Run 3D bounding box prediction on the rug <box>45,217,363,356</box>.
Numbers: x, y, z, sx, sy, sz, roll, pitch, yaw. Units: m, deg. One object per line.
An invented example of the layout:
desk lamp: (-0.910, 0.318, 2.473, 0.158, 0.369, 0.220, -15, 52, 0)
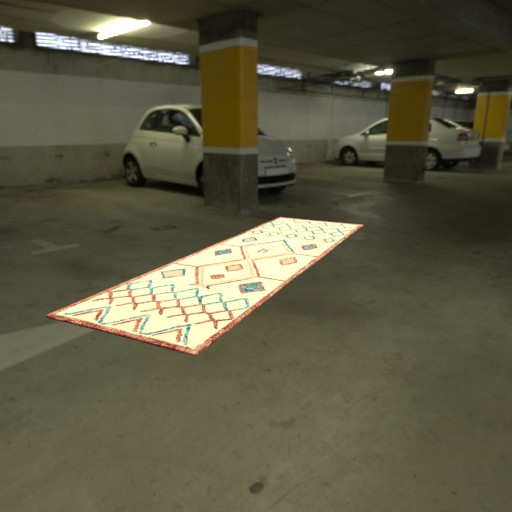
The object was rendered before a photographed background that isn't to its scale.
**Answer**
rug: (0.000, 0.000, 2.728, 0.750, 0.011, 2.435, 8, 18, 25)
